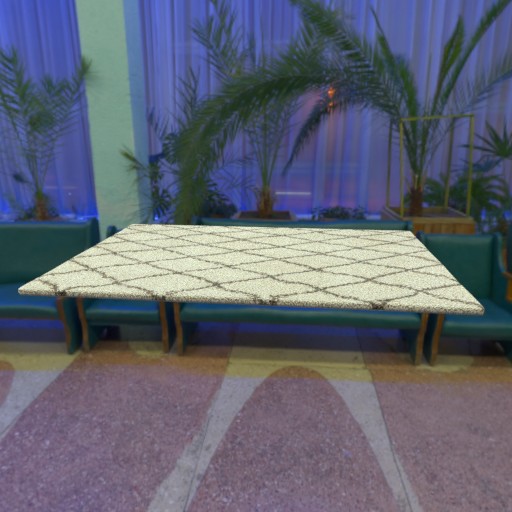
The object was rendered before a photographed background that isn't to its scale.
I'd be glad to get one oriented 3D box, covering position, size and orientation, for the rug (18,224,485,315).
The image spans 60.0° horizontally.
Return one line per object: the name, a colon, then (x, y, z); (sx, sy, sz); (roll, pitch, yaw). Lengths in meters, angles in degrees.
rug: (0.000, 0.000, 2.246); (1.778, 0.030, 1.219); (2, 17, 6)
